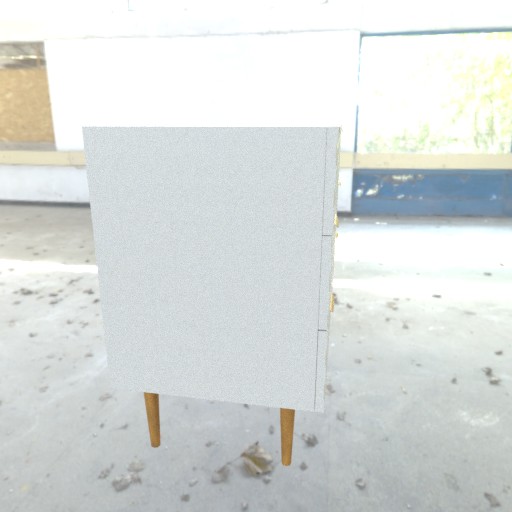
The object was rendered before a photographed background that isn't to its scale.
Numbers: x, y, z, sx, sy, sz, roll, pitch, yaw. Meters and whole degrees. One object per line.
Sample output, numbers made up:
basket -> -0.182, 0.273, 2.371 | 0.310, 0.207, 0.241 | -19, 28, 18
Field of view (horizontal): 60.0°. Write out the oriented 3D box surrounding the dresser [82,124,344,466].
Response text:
dresser -> 0.000, 0.000, 1.274 | 0.457, 0.721, 0.905 | 3, 17, 10
